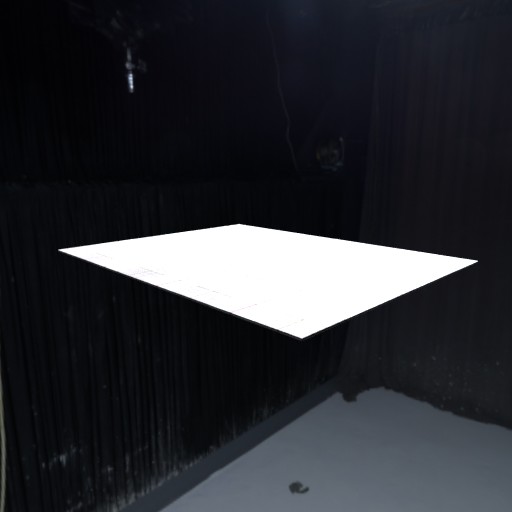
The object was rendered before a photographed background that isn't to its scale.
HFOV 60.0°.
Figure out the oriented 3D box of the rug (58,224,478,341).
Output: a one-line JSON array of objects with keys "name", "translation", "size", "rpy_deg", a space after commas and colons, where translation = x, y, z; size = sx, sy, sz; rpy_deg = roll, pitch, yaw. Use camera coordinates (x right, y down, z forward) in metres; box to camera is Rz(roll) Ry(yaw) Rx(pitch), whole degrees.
[{"name": "rug", "translation": [0.000, 0.000, 3.951], "size": [2.317, 0.016, 2.959], "rpy_deg": [-12, 17, -43]}]
